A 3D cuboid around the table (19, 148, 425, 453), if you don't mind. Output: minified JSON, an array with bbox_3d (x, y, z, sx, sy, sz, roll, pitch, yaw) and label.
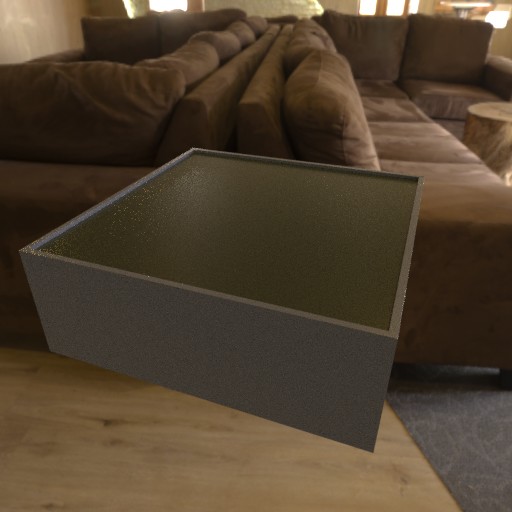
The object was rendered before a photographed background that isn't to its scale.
[{"bbox_3d":[0.000,0.000,1.240,0.801,0.299,0.801,11,32,18],"label":"table"}]
